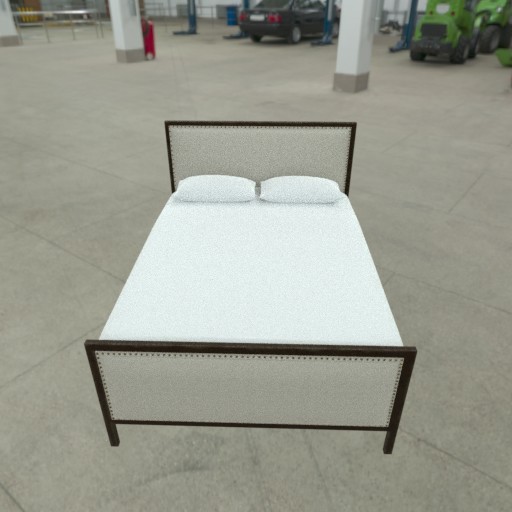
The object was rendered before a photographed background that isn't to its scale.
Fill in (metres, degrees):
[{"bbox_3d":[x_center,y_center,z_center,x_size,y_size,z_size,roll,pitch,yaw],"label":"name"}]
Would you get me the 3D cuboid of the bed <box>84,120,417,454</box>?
[{"bbox_3d":[0.000,0.000,3.112,1.607,1.313,2.221,1,31,2],"label":"bed"}]
